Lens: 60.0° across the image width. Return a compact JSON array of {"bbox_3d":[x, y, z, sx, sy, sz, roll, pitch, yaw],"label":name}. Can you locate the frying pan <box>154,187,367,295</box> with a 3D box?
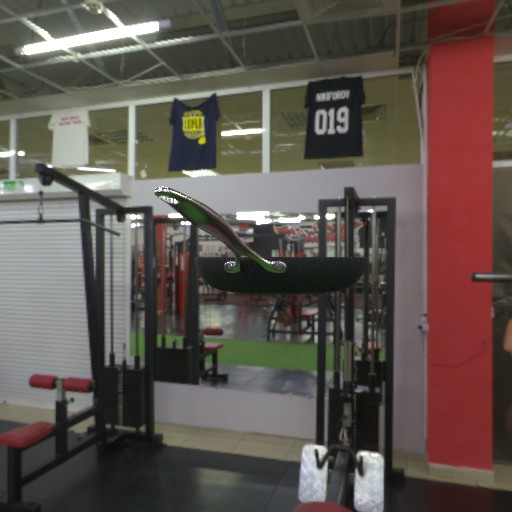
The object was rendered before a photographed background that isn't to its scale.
[{"bbox_3d":[0.000,0.000,0.565,0.255,0.105,0.472,0,0,19],"label":"frying pan"}]
